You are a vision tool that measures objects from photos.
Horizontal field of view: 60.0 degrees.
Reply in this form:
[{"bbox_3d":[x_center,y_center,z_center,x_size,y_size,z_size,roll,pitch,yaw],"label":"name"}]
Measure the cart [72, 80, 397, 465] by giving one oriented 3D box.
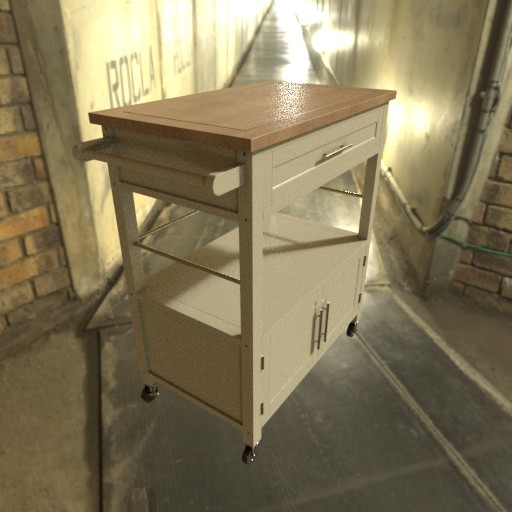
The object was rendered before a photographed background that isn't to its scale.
[{"bbox_3d":[0.000,0.000,1.356,0.459,0.901,0.840,18,33,30],"label":"cart"}]
